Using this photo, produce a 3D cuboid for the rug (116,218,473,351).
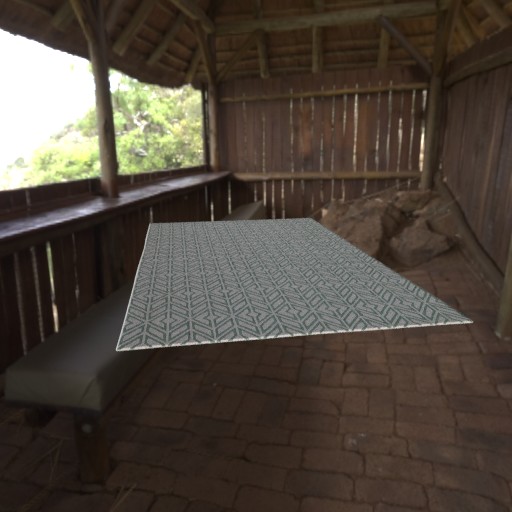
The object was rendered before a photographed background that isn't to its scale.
[{"bbox_3d":[0.000,0.000,2.974,1.517,0.011,2.435,-3,16,-10],"label":"rug"}]
